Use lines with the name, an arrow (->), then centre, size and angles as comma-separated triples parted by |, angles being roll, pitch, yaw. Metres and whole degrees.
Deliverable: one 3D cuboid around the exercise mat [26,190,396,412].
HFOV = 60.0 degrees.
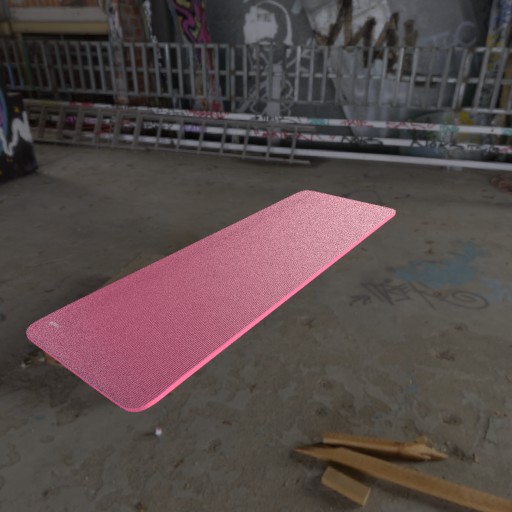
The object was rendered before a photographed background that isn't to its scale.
exercise mat -> 0.000, 0.000, 2.017 | 0.616, 0.021, 1.884 | 19, 33, 32
